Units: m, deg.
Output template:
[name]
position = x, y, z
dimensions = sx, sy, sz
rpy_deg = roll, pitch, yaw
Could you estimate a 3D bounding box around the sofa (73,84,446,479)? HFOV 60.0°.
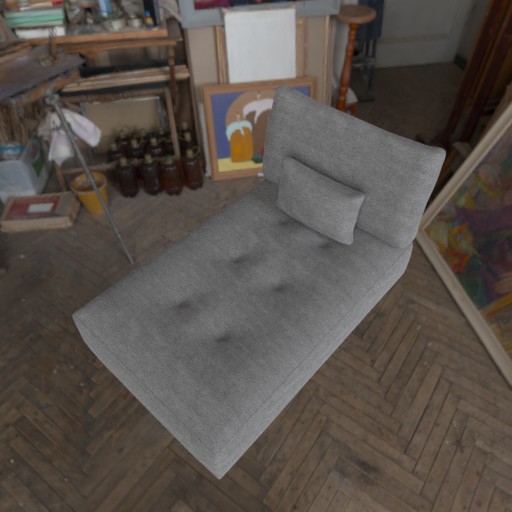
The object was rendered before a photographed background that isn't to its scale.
[sofa]
position = 0.000, 0.000, 1.987
dimensions = 0.930, 0.820, 1.450
rpy_deg = 33, 55, 27
